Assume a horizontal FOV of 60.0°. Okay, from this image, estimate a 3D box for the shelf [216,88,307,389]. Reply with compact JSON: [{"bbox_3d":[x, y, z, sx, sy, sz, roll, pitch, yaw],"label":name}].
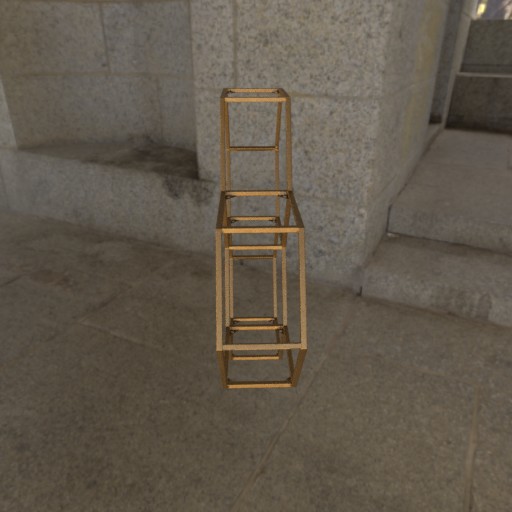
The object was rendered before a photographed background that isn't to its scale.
[{"bbox_3d":[0.000,0.000,1.050,0.150,0.701,0.708,-1,26,-1],"label":"shelf"}]
